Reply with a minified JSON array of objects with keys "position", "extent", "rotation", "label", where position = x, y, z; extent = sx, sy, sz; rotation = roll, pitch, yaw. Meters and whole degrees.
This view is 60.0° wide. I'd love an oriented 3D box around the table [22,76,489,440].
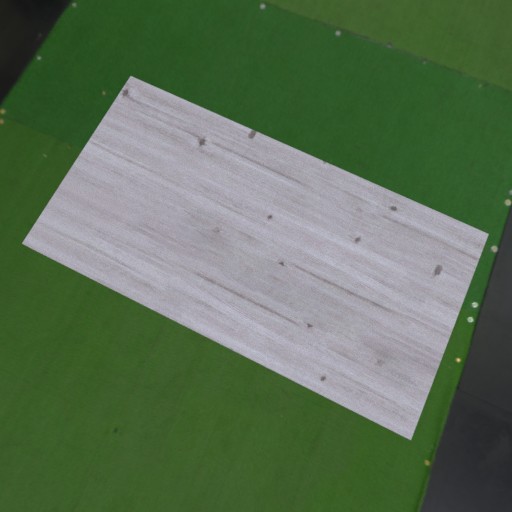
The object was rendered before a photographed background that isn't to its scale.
[{"position":[0.000,0.000,1.661],"extent":[1.350,0.450,0.700],"rotation":[25,77,6],"label":"table"}]
